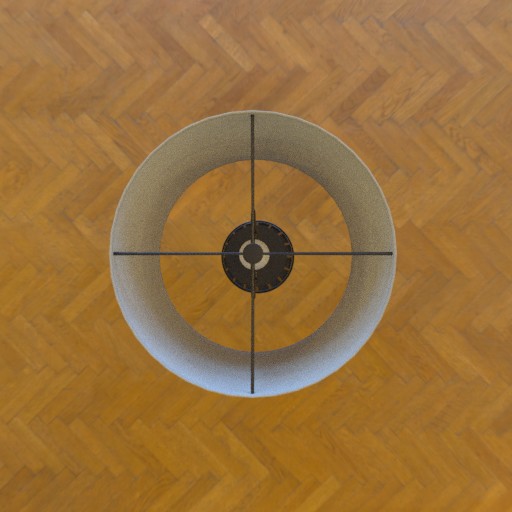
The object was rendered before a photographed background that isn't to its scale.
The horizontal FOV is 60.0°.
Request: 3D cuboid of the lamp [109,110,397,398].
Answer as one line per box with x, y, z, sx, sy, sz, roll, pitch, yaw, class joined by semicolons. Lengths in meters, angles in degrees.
0.000;0.000;0.791;0.322;0.593;0.322;0;90;1;lamp
